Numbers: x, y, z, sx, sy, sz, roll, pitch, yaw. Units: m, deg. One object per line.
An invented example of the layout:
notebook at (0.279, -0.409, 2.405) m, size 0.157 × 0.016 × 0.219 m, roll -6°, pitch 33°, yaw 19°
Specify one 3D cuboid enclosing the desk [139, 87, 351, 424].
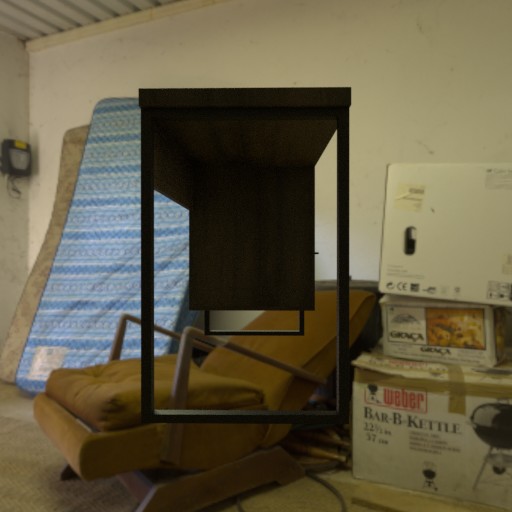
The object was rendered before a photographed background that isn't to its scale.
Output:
desk at (0.000, 0.000, 1.552) m, size 0.511 × 0.752 × 1.134 m, roll 0°, pitch 0°, yaw 1°
